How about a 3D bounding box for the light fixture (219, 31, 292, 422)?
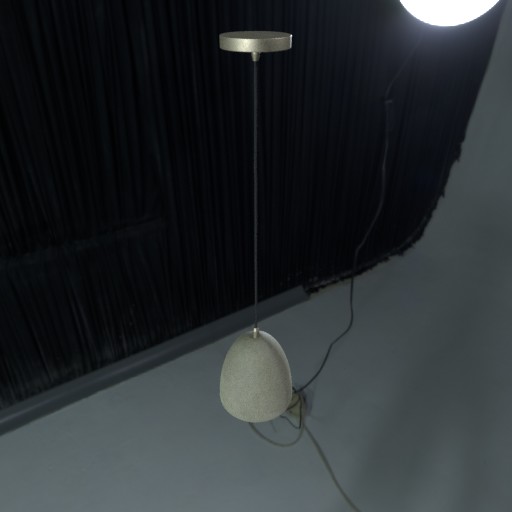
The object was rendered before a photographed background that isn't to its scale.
[{"bbox_3d":[0.000,0.000,0.847,0.170,0.759,0.170,-21,38,-30],"label":"light fixture"}]
